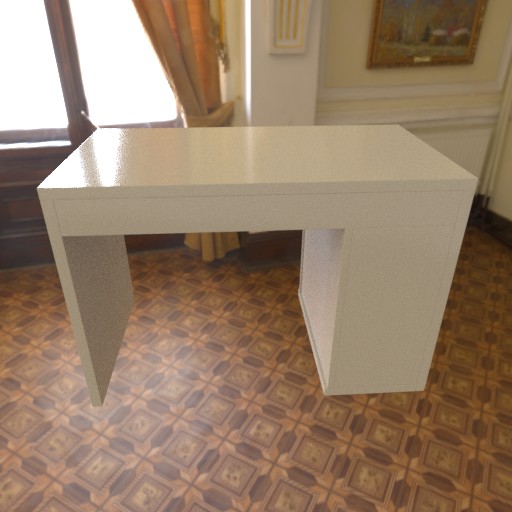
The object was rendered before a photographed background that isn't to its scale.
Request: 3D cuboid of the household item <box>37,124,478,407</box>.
[{"bbox_3d":[0.000,0.000,1.543,1.100,0.749,0.597,-2,29,-3],"label":"household item"}]
